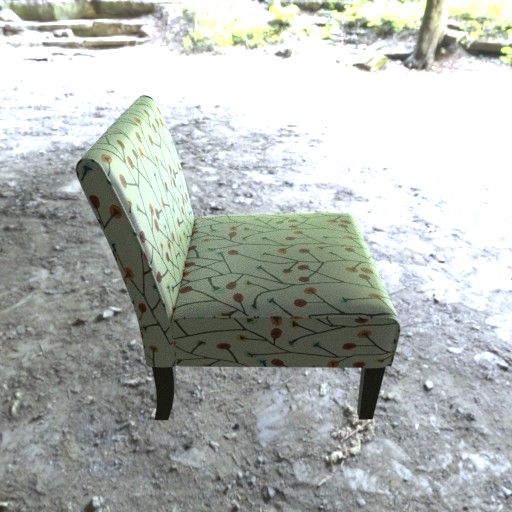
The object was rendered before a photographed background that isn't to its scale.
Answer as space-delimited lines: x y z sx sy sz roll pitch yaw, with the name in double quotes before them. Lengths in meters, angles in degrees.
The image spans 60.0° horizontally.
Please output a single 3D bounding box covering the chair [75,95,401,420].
"chair" 0.000 0.000 1.331 0.732 0.813 0.597 0 32 -1
